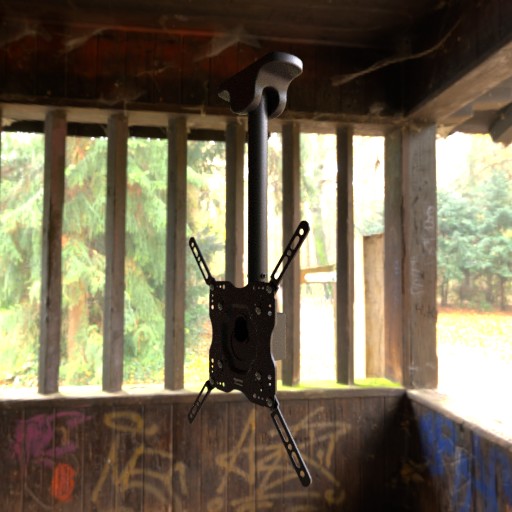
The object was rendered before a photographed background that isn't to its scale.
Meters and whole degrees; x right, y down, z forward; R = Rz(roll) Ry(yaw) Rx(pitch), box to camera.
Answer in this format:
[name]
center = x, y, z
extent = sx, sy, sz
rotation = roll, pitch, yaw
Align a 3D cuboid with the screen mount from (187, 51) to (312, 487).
[screen mount]
center = 0.000, 0.000, 0.874
extent = 0.090, 0.729, 0.393
rotation = 2, -3, -37
